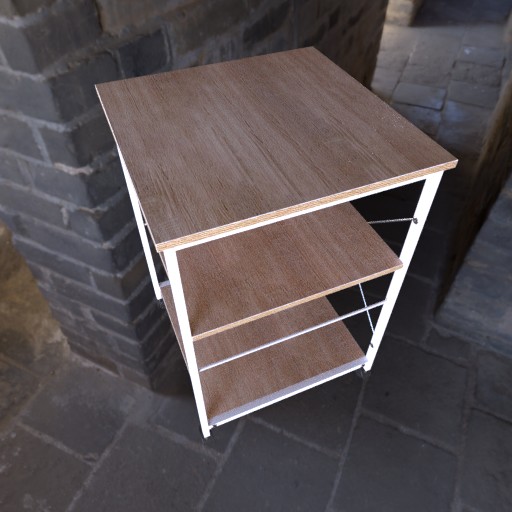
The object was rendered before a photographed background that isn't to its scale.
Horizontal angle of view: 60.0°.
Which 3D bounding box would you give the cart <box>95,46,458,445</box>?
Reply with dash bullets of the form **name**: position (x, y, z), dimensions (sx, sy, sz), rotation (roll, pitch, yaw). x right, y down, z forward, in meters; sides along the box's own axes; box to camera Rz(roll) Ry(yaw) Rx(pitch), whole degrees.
- **cart**: position (0.000, 0.000, 1.118), dimensions (0.520, 0.762, 0.521), rotation (-17, 49, -16)
